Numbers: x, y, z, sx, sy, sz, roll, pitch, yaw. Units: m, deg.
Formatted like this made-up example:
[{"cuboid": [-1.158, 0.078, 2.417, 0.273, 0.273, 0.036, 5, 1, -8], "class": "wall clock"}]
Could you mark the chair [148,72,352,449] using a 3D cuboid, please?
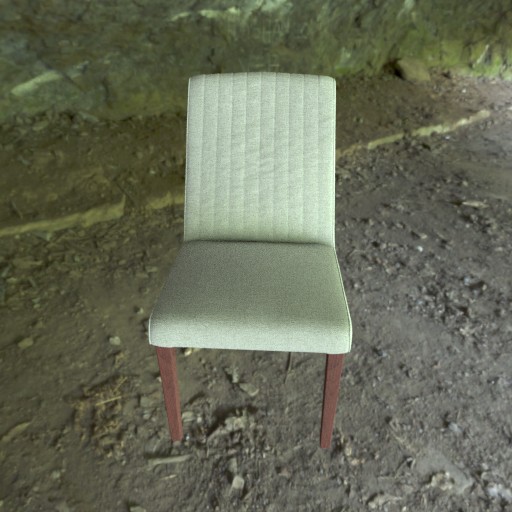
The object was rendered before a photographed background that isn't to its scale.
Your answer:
[{"cuboid": [0.000, 0.000, 1.252, 0.480, 0.900, 0.594, 2, 30, 3], "class": "chair"}]
